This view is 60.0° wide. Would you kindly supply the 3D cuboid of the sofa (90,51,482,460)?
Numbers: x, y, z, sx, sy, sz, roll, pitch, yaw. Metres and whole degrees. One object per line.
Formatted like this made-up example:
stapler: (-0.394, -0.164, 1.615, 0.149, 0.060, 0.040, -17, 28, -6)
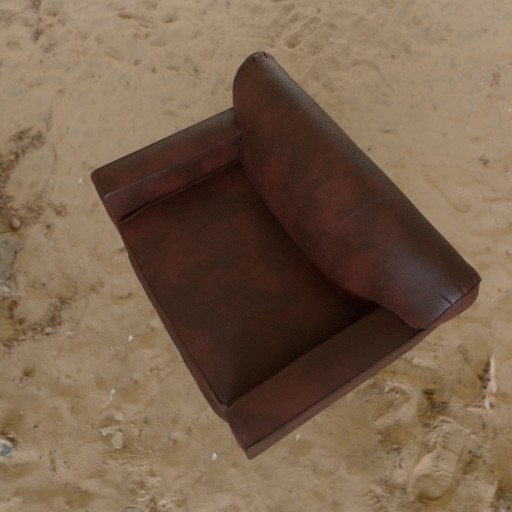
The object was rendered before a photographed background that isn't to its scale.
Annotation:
sofa: (0.000, 0.000, 1.990, 1.000, 0.956, 1.413, -29, 66, -14)
